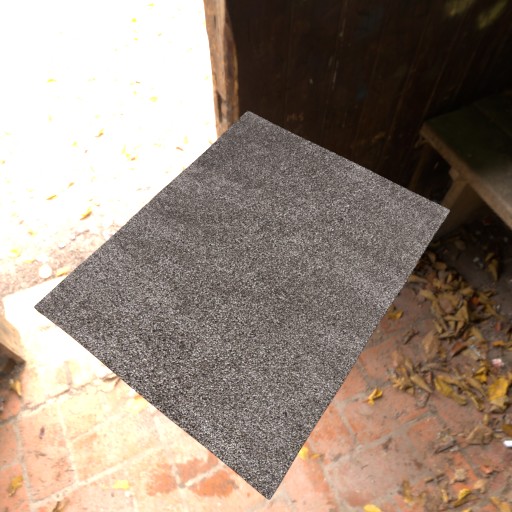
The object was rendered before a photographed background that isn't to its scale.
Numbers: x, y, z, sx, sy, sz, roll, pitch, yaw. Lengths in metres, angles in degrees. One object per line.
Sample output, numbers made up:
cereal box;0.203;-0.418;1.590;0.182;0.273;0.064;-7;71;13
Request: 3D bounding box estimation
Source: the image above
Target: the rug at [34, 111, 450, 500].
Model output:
rug;0.000;0.000;3.956;2.401;0.025;3.000;32;63;18
